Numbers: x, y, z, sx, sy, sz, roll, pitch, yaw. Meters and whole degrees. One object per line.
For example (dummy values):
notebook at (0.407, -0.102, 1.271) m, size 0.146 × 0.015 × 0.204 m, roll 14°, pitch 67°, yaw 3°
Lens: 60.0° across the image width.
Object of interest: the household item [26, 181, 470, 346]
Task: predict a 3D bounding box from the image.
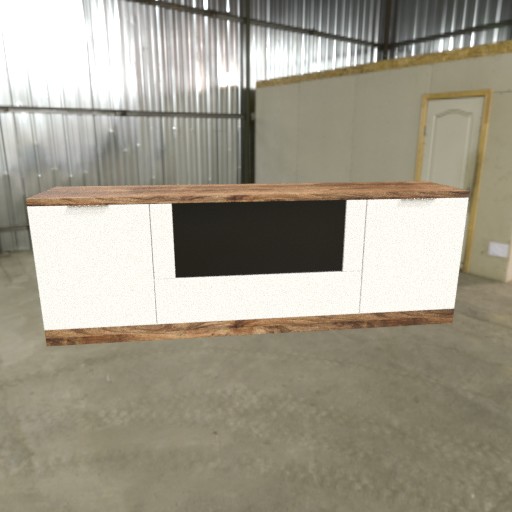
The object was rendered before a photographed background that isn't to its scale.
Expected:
household item at (0.000, 0.000, 2.040) m, size 1.800 × 0.615 × 0.390 m, roll -2°, pitch 16°, yaw -7°
